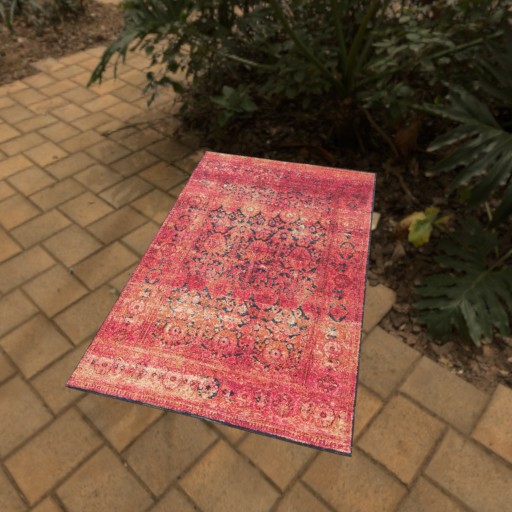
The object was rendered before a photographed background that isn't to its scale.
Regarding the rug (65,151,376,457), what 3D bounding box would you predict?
[{"bbox_3d":[0.000,0.000,3.099,1.539,0.018,2.449,10,46,10],"label":"rug"}]
